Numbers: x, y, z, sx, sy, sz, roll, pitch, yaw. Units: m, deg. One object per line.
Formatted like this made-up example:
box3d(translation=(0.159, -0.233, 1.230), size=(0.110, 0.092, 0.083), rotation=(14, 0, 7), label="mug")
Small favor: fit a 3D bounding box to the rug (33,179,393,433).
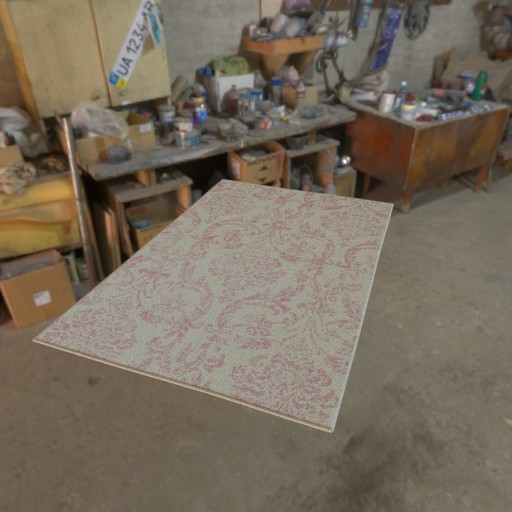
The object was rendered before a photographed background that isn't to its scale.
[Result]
box3d(translation=(0.000, 0.000, 2.322), size=(1.219, 0.012, 1.839), rotation=(11, 33, 18), label="rug")
